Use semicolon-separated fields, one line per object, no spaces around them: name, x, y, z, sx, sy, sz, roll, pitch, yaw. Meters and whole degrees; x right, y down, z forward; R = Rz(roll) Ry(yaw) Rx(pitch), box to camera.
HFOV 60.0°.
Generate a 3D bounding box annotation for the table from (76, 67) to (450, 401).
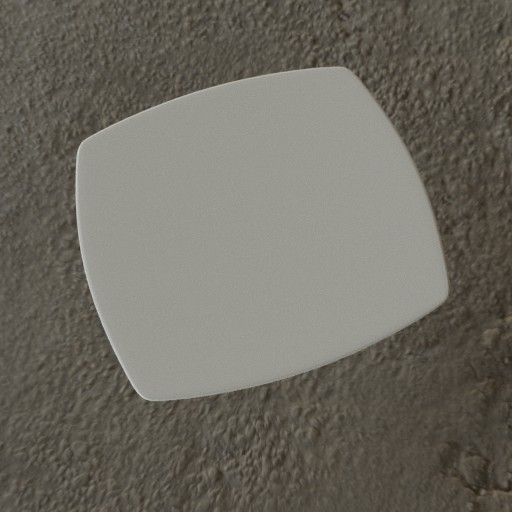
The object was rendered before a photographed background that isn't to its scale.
table;0.000;0.000;0.847;0.502;0.438;0.451;-18;76;-5
